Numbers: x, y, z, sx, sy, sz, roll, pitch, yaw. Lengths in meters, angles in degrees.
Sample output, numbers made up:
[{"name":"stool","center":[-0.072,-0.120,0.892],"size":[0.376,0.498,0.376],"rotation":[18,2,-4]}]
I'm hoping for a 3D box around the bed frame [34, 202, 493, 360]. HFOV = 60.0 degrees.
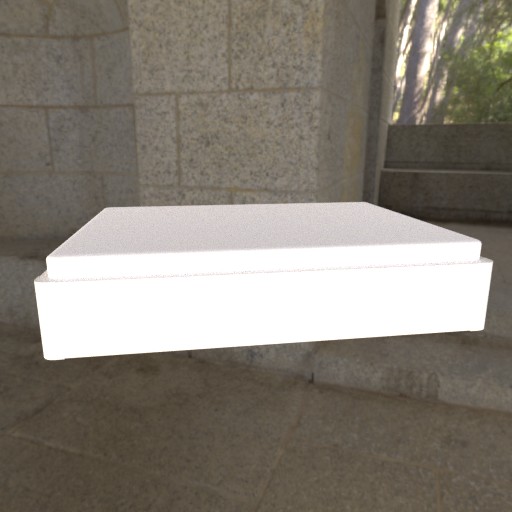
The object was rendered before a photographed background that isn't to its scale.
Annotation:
[{"name":"bed frame","center":[0.000,0.000,2.474],"size":[1.900,0.406,1.400],"rotation":[-2,15,-9]}]
